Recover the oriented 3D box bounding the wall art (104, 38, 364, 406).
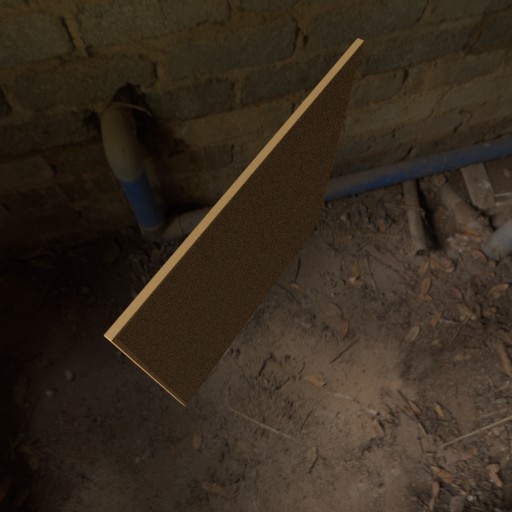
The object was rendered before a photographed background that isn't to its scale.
[{"bbox_3d":[0.000,0.000,0.967,0.014,0.655,0.657,32,68,14],"label":"wall art"}]
